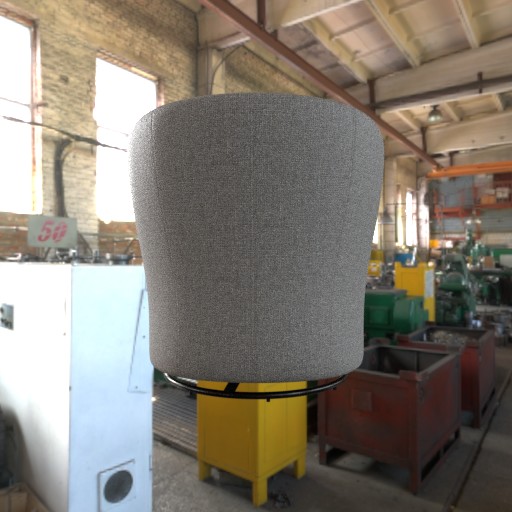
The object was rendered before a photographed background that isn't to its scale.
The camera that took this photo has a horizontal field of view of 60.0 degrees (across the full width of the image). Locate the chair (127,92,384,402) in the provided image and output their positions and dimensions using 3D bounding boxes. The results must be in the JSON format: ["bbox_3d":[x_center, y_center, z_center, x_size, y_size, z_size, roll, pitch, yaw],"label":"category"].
[{"bbox_3d":[0.000,0.000,1.421,0.791,0.771,0.815,0,0,1],"label":"chair"}]
